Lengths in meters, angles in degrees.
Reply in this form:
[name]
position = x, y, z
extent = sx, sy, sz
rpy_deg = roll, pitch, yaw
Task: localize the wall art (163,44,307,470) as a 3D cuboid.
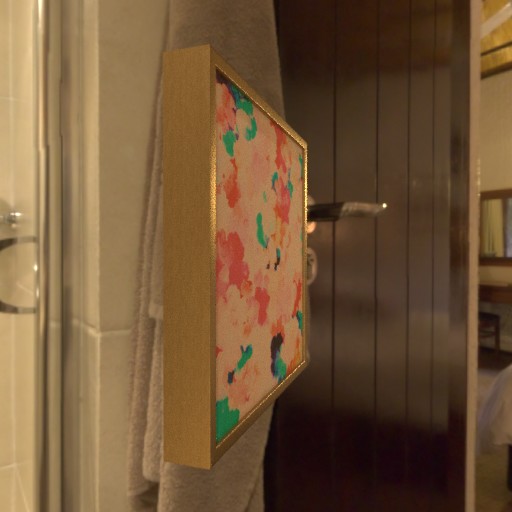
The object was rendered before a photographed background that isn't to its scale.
[wall art]
position = 0.000, 0.000, 0.467
extent = 0.038, 0.305, 0.304
rpy_deg = 0, 1, 20
